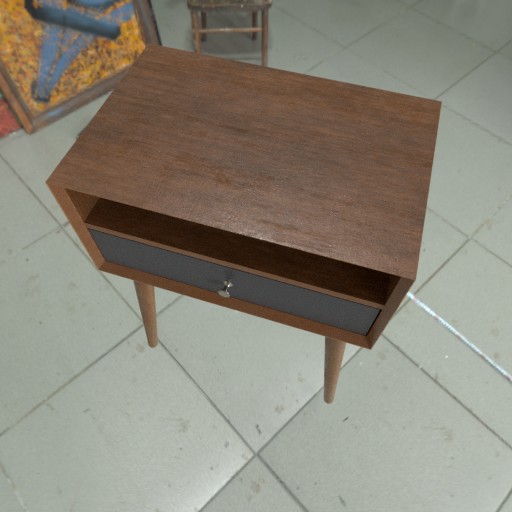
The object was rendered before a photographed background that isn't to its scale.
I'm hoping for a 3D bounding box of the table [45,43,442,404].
[{"bbox_3d":[0.000,0.000,0.832,0.454,0.580,0.307,15,60,9],"label":"table"}]
